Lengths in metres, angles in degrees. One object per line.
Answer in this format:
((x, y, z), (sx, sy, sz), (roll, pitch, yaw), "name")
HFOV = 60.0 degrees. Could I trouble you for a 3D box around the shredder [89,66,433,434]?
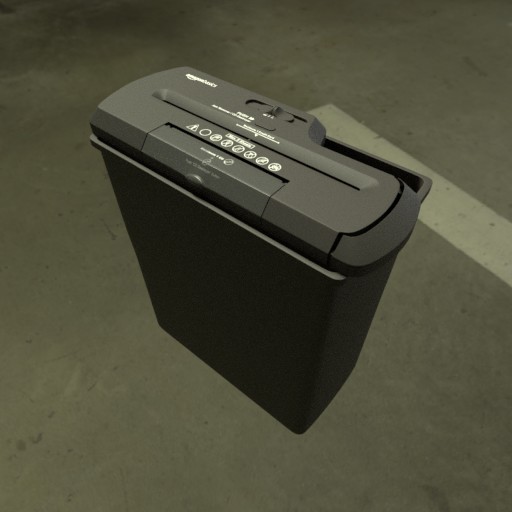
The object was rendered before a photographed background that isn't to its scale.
((0.000, 0.000, 0.502), (0.320, 0.335, 0.170), (31, 54, 26), "shredder")
